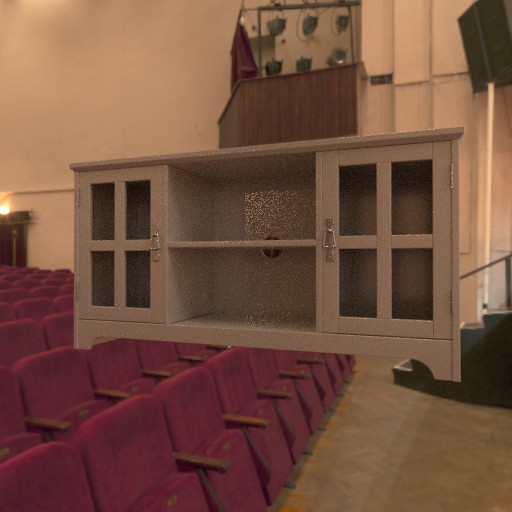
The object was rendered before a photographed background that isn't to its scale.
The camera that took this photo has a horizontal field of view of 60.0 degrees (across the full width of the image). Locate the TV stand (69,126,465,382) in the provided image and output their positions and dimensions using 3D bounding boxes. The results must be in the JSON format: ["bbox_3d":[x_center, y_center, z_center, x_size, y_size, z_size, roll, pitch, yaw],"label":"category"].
[{"bbox_3d":[0.000,0.000,1.398,1.167,0.603,0.344,0,-1,20],"label":"TV stand"}]
